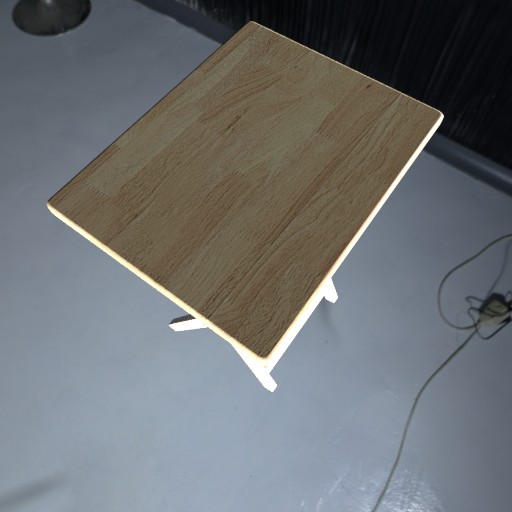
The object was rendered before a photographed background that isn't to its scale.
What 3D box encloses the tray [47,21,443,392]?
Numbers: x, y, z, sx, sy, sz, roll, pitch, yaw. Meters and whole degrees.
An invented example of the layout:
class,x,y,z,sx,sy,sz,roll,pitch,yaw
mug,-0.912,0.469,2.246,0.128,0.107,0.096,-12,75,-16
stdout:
class,x,y,z,sx,sy,sz,roll,pitch,yaw
tray,0.000,0.000,0.947,0.381,0.660,0.483,33,68,15
